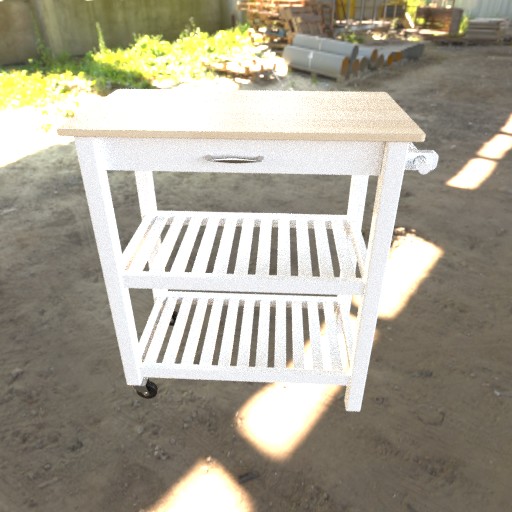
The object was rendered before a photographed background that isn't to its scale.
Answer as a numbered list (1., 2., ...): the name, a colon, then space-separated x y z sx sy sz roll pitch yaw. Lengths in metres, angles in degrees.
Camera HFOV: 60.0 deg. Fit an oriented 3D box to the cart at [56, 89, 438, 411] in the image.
1. cart: 0.000 0.000 1.426 0.899 0.927 0.457 2 32 3
